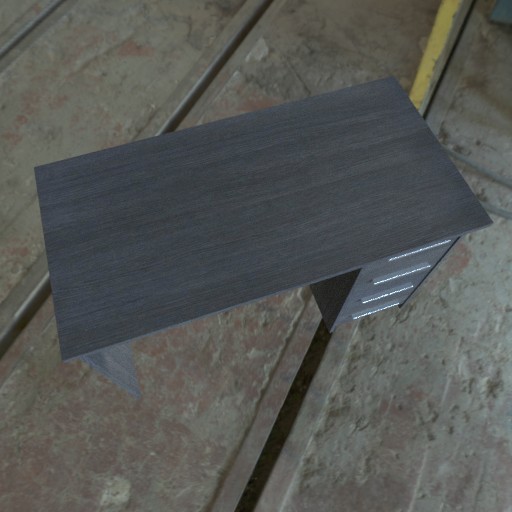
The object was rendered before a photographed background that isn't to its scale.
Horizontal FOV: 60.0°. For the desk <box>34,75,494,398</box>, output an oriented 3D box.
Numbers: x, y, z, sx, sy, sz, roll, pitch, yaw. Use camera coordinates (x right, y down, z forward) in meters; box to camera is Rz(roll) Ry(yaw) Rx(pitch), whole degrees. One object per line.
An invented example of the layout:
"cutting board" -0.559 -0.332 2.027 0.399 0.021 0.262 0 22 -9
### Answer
"desk" 0.000 0.000 1.498 1.096 0.730 0.560 -17 65 -8
